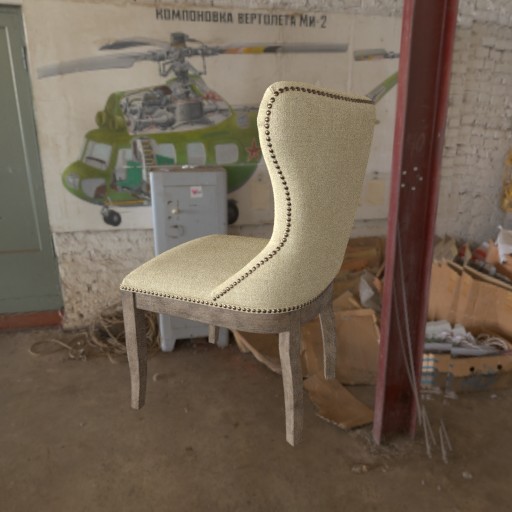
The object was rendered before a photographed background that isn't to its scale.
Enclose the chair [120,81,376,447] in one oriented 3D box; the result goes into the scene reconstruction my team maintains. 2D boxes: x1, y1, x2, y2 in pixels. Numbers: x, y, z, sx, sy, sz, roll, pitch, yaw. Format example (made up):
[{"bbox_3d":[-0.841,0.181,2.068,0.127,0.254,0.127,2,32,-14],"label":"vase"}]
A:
[{"bbox_3d":[0.000,0.000,1.432,0.681,1.002,0.654,8,19,24],"label":"chair"}]
